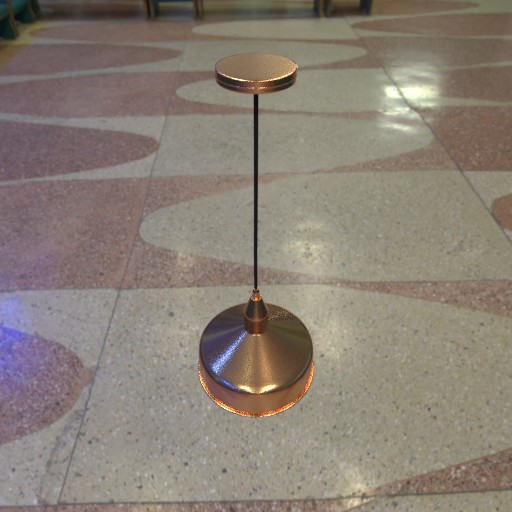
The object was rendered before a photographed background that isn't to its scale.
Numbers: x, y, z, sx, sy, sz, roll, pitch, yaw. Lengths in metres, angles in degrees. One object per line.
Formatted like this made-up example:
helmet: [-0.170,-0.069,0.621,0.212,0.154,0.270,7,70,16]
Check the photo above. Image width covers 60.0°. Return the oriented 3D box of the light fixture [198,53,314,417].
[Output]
light fixture: [0.000,0.000,0.908,0.301,0.754,0.301,1,41,1]
